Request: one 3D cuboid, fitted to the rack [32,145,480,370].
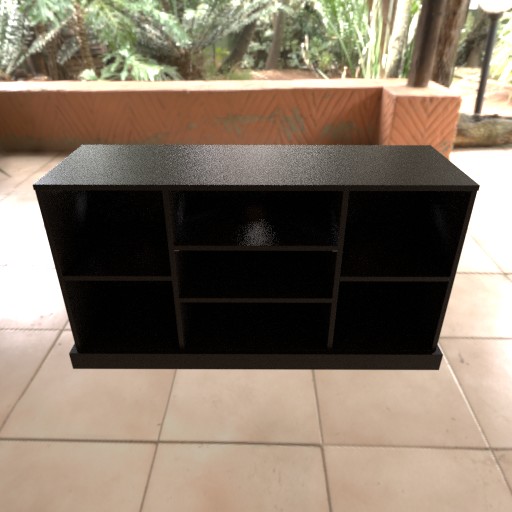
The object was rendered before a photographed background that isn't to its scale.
[{"bbox_3d":[0.000,0.000,1.478,1.206,0.635,0.399,0,30,0],"label":"rack"}]
